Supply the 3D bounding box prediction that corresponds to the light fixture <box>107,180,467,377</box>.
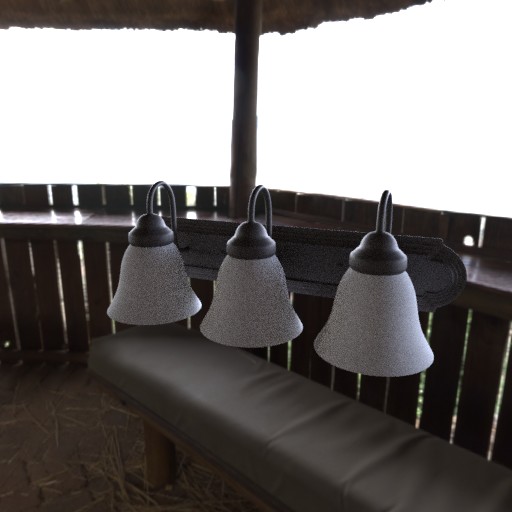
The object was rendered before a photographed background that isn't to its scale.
[{"bbox_3d":[0.000,0.000,0.703,0.610,0.222,0.199,7,15,25],"label":"light fixture"}]
